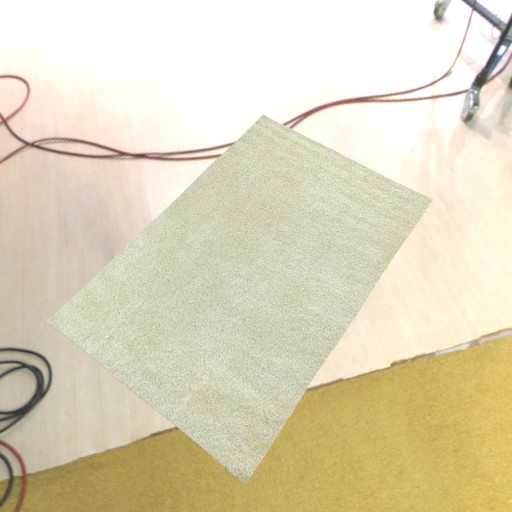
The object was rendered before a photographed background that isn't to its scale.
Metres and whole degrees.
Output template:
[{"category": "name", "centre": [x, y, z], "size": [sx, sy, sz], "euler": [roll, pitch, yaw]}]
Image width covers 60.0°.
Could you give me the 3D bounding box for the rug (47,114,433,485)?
[{"category": "rug", "centre": [0.000, 0.000, 3.519], "size": [1.800, 0.025, 2.699], "euler": [32, 64, 18]}]
